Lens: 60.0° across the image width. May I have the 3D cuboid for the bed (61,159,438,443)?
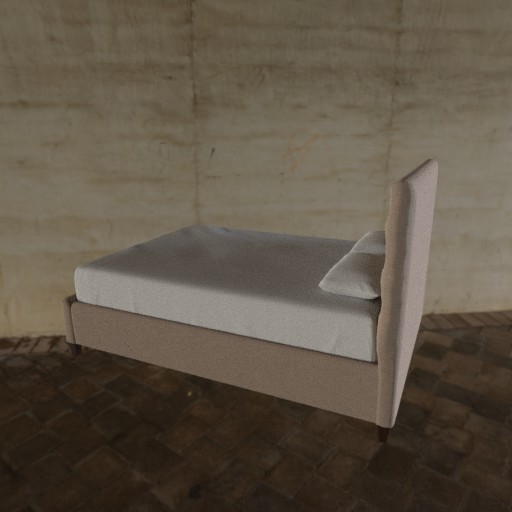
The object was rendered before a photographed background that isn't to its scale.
[{"bbox_3d":[0.000,0.000,3.410,2.387,1.427,1.698,7,18,24],"label":"bed"}]
